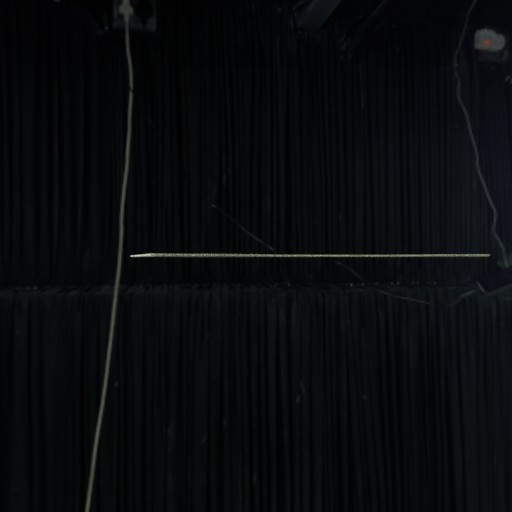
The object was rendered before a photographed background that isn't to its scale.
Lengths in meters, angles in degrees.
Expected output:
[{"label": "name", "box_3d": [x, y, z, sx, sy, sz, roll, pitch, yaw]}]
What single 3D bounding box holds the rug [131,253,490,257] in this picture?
[{"label": "rug", "box_3d": [0.000, 0.000, 2.179, 1.143, 0.010, 1.758, 0, 0, -17]}]
